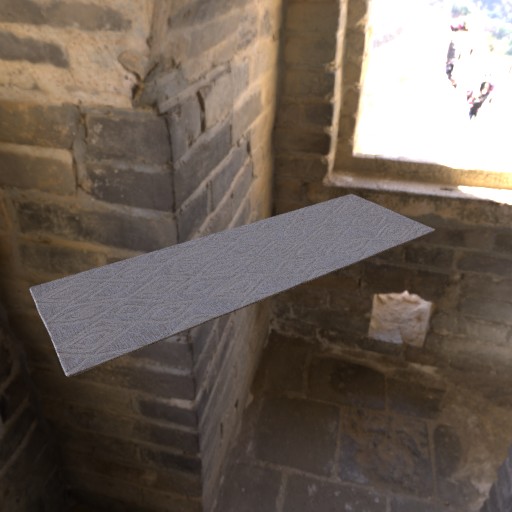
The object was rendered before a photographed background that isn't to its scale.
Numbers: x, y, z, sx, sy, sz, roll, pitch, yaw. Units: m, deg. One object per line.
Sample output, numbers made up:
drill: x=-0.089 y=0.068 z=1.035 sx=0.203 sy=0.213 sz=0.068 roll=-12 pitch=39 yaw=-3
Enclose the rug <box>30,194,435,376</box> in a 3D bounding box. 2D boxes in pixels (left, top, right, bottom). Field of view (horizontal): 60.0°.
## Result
rug: x=0.000 y=0.000 z=2.710 sx=2.436 sy=0.013 sz=0.807 roll=-19 pitch=35 yaw=-29
